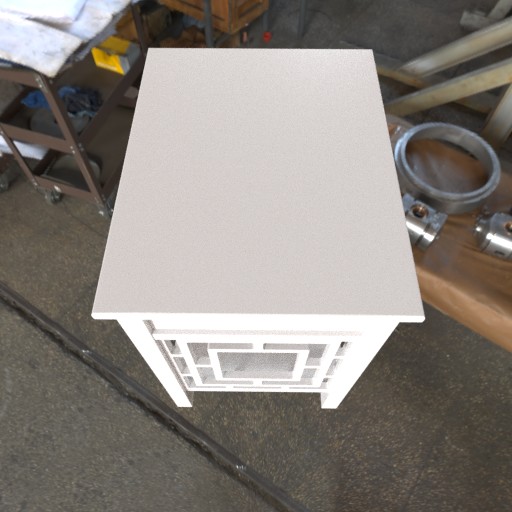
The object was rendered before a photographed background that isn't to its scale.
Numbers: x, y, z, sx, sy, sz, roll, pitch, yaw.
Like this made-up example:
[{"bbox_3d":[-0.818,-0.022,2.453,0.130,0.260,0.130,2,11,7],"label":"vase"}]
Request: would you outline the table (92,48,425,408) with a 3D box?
[{"bbox_3d":[0.000,0.000,1.001,0.451,0.646,0.564,1,59,0],"label":"table"}]
